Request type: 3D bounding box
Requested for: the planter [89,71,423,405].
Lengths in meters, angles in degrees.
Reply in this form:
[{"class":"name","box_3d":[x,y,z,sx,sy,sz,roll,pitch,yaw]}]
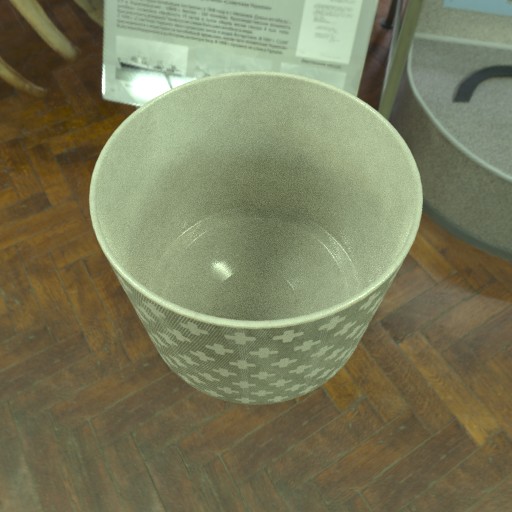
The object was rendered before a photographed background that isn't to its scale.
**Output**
[{"class":"planter","box_3d":[0.000,0.000,0.333,0.190,0.181,0.190,0,58,0]}]
